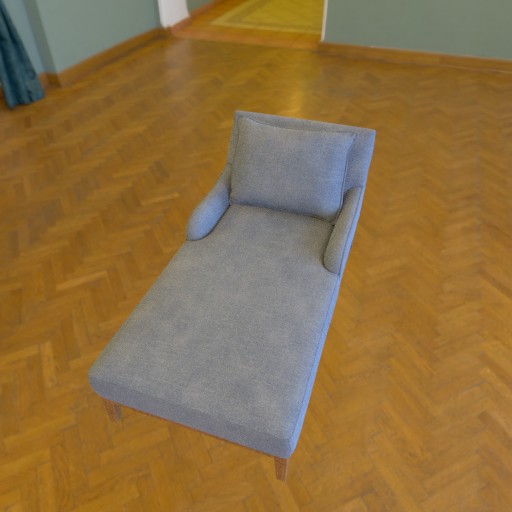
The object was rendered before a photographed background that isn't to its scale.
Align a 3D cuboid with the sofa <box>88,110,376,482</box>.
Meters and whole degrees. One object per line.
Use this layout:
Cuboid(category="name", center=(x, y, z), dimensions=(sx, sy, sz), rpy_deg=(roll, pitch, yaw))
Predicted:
Cuboid(category="sofa", center=(0.000, 0.000, 2.309), dimensions=(0.904, 0.883, 1.779), rpy_deg=(13, 42, 14))
